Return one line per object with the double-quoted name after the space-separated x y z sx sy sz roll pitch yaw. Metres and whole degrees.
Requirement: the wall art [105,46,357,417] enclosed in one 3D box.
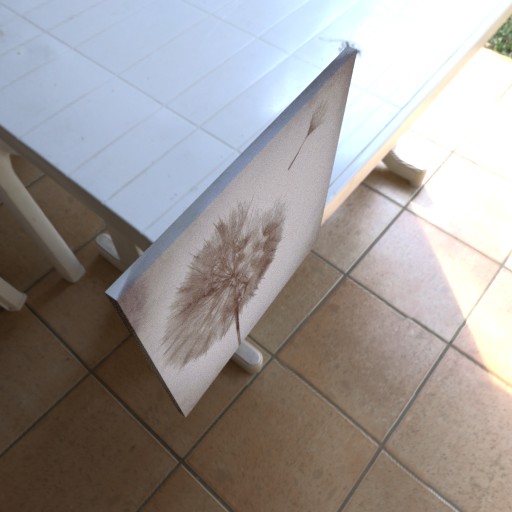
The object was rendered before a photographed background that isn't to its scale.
0.000 0.000 1.151 0.027 0.762 0.762 30 63 18 "wall art"
